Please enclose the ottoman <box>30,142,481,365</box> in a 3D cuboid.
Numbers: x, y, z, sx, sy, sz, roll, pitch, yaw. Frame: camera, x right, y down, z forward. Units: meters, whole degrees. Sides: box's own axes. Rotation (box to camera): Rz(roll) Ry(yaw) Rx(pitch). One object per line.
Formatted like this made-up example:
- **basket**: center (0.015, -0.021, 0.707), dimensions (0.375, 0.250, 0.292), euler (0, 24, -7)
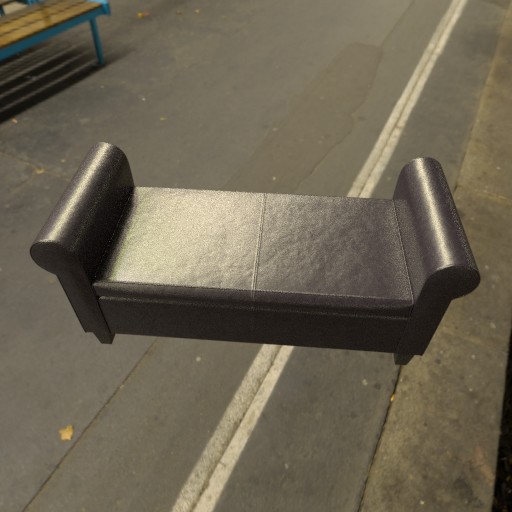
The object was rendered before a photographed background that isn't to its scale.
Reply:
- **ottoman**: center (0.000, 0.000, 1.555), dimensions (1.256, 0.547, 0.521), euler (3, 46, 3)
